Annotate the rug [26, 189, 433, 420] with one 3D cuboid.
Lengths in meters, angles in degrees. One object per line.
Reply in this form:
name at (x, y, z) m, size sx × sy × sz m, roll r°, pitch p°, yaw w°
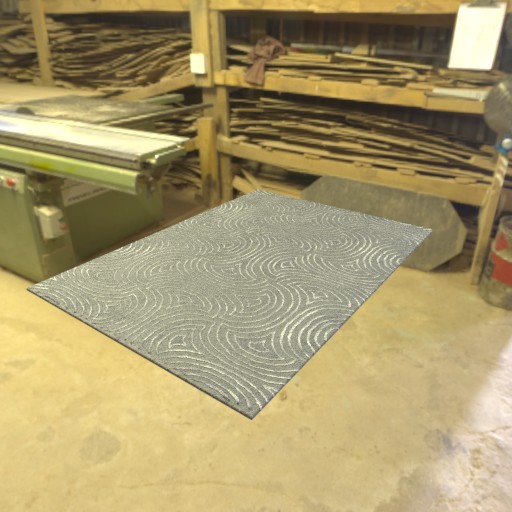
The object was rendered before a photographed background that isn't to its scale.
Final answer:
rug at (0.000, 0.000, 2.785) m, size 1.543 × 0.015 × 2.144 m, roll 18°, pitch 32°, yaw 32°
